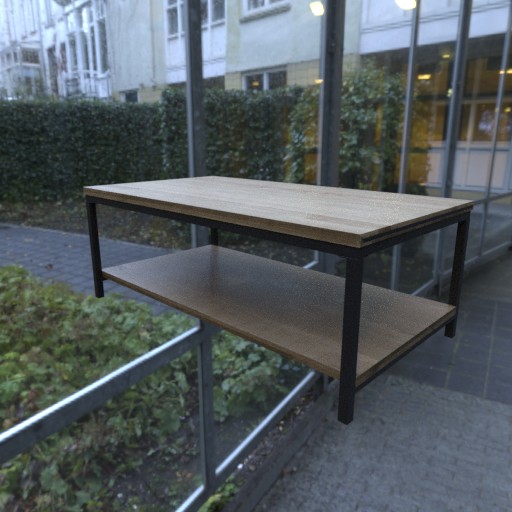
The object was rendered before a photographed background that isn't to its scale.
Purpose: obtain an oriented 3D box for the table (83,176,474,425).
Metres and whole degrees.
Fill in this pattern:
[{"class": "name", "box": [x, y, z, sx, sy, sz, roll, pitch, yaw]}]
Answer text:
[{"class": "table", "box": [0.000, 0.000, 1.387, 1.062, 0.393, 0.574, 14, 21, 42]}]
